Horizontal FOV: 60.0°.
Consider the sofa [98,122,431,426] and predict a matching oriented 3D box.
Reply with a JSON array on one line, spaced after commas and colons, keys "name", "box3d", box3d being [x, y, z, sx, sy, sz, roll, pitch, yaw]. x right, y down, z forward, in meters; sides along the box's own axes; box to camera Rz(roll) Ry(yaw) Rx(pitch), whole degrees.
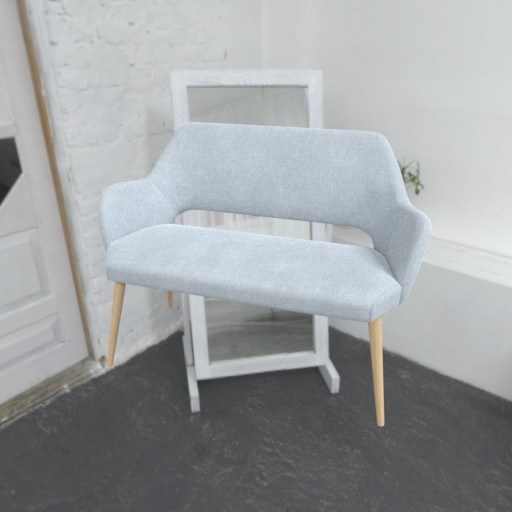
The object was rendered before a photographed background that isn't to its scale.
[{"name": "sofa", "box3d": [0.000, 0.000, 1.637, 1.150, 0.840, 0.610, 8, 27, 15]}]
